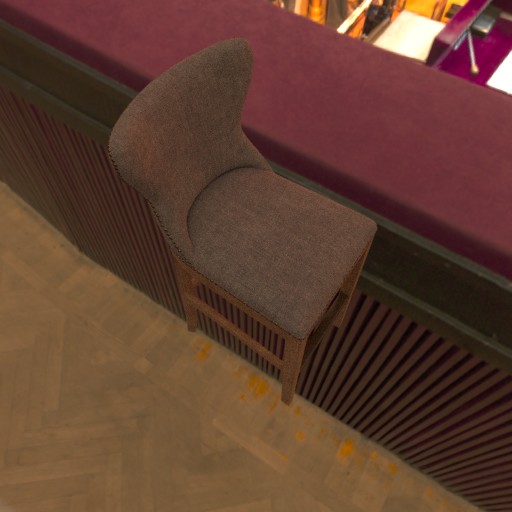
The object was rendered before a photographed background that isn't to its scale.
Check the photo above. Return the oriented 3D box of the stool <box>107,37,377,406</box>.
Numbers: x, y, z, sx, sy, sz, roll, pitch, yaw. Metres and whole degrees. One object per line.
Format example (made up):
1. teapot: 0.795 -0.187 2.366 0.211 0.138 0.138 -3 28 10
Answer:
1. stool: 0.000 0.000 1.431 0.606 1.123 0.494 31 63 17
